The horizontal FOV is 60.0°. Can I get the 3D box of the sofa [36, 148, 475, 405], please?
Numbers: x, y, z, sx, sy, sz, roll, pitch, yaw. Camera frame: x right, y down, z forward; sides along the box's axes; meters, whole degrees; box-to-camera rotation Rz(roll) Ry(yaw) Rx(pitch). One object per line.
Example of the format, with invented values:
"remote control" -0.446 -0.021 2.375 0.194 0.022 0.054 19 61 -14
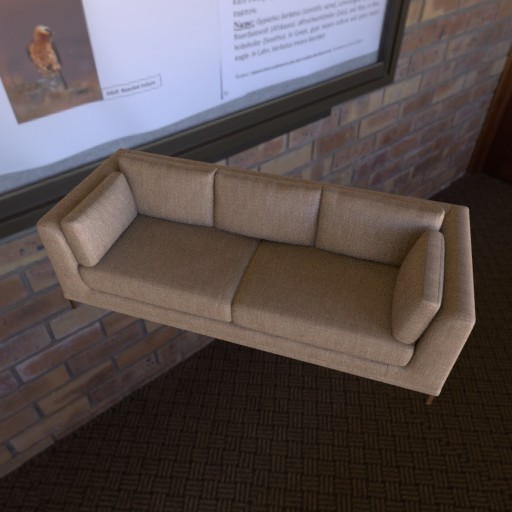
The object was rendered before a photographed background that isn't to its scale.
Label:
"sofa" 0.000 0.000 2.836 2.415 0.867 0.969 12 43 13
